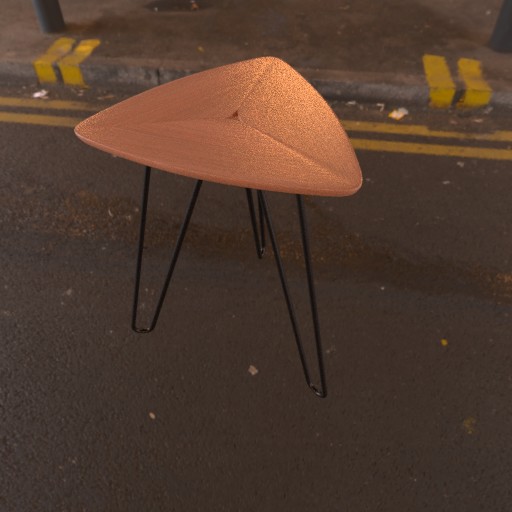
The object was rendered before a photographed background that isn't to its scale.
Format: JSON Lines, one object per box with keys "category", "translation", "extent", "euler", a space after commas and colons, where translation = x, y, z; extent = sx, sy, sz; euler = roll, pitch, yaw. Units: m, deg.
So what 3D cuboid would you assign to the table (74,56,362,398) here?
{"category": "table", "translation": [0.000, 0.000, 0.887], "extent": [0.442, 0.564, 0.455], "euler": [-32, 54, -28]}
